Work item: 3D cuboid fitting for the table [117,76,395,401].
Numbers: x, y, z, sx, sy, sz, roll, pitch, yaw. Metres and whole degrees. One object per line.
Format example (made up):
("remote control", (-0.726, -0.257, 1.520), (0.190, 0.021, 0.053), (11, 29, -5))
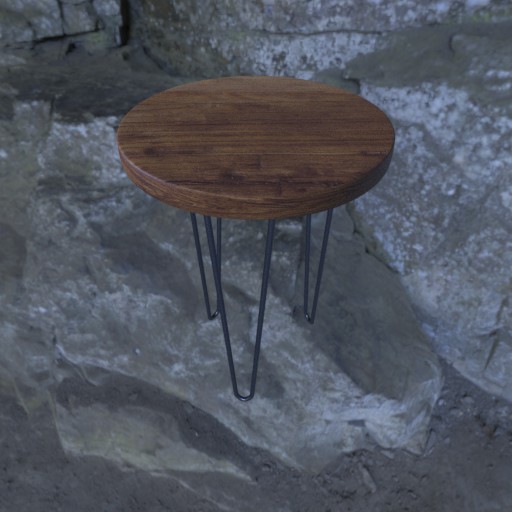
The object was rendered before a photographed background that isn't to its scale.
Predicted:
("table", (0.000, 0.000, 0.820), (0.400, 0.520, 0.400), (0, 41, 0))
